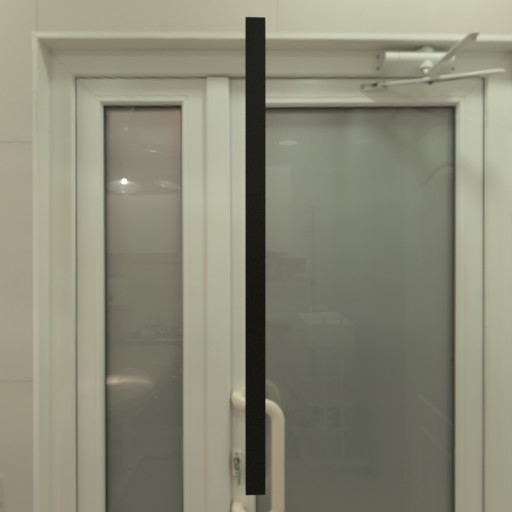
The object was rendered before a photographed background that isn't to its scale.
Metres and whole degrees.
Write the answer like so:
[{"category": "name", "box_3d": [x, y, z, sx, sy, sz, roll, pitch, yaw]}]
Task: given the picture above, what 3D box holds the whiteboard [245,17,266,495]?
[{"category": "whiteboard", "box_3d": [0.000, 0.000, 0.767, 0.026, 0.611, 0.406, 0, 0, 0]}]
